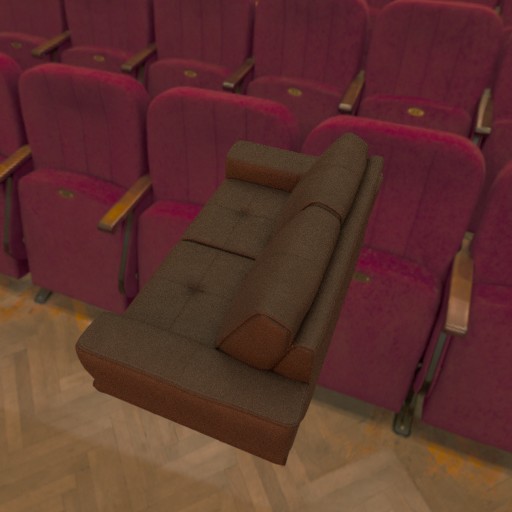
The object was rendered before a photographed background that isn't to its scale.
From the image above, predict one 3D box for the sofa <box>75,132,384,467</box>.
[{"bbox_3d":[0.000,0.000,2.384,1.018,0.907,1.806,16,48,15],"label":"sofa"}]
